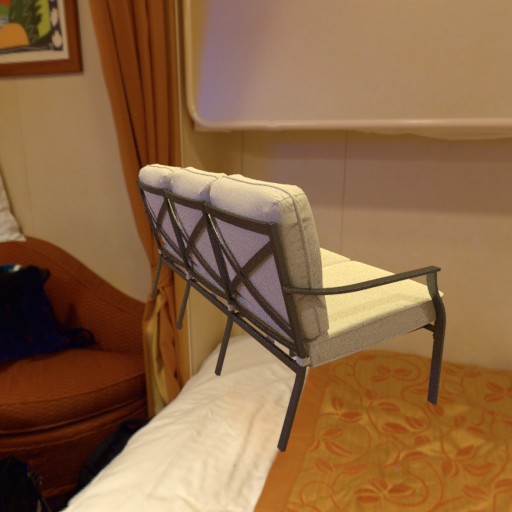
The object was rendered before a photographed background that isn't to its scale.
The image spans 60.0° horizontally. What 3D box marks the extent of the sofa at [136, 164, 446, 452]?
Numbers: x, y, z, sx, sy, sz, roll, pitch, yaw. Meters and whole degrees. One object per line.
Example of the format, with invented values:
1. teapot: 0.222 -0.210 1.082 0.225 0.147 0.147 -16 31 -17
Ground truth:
1. sofa: 0.000 0.000 2.194 0.787 0.860 1.740 -7 16 -26
